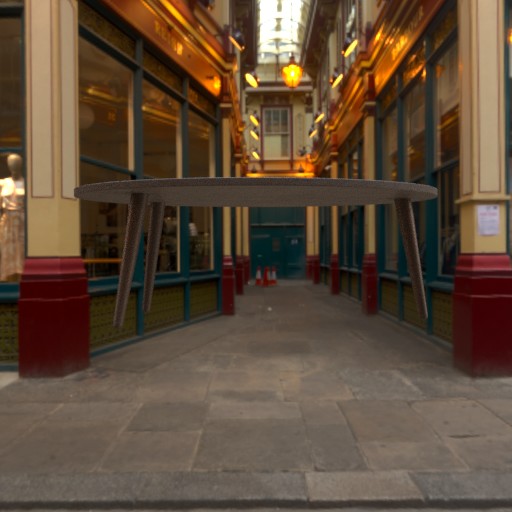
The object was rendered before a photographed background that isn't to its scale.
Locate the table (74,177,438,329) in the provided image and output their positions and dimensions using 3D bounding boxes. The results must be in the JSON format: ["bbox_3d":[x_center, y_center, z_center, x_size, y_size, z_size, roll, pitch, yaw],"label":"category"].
[{"bbox_3d":[0.000,0.000,1.350,1.083,0.390,0.542,0,1,0],"label":"table"}]
